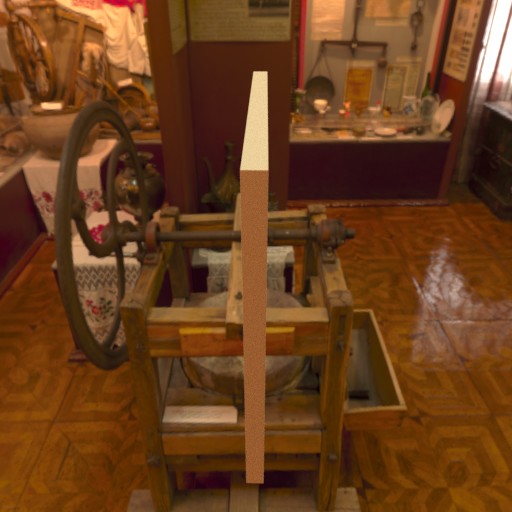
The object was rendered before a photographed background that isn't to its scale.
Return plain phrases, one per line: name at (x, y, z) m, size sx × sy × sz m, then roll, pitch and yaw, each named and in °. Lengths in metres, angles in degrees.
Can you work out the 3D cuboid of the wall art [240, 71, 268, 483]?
wall art at (0.000, 0.000, 1.142) m, size 0.050 × 0.762 × 0.761 m, roll 1°, pitch 32°, yaw 1°
